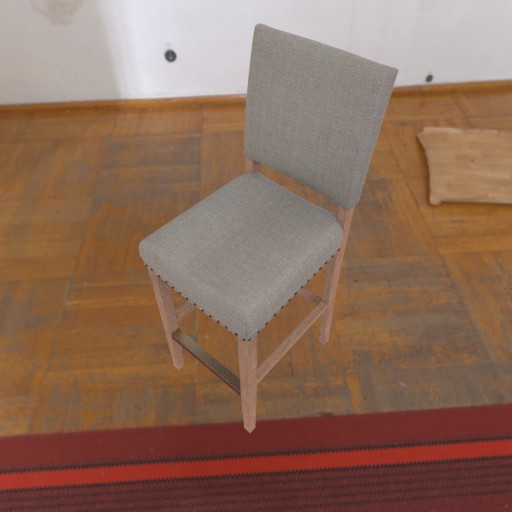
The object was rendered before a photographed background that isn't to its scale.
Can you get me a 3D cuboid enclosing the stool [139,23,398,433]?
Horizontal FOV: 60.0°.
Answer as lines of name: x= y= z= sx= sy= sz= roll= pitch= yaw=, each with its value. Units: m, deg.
stool: x=0.000 y=0.000 z=1.460 sx=0.445 sy=1.203 sz=0.585 roll=33 pitch=55 yaw=26
